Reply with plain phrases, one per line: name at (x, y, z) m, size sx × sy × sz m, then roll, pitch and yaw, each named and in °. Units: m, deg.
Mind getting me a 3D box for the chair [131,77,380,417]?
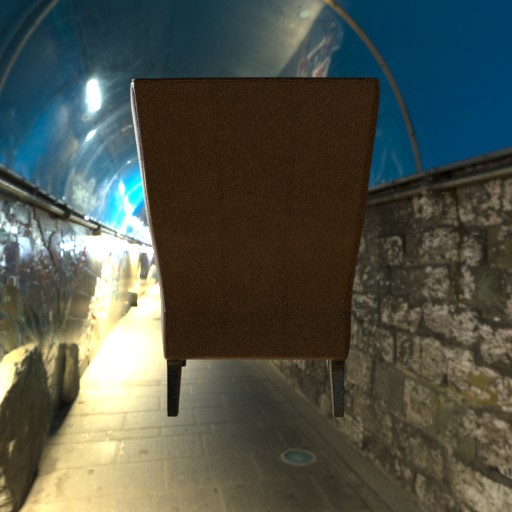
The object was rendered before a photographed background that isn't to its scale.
chair at (0.000, 0.000, 1.644) m, size 0.852 × 1.016 × 0.925 m, roll 0°, pitch 0°, yaw 0°
